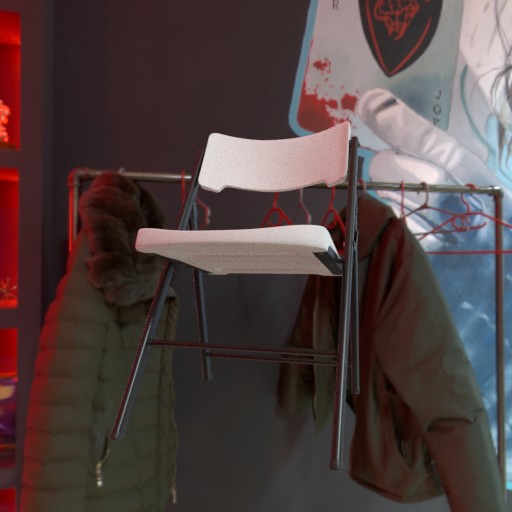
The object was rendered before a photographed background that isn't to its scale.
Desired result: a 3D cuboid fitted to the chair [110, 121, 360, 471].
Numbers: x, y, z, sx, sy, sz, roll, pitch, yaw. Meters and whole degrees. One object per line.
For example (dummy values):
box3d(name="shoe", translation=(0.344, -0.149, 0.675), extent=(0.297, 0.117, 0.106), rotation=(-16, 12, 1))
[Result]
box3d(name="chair", translation=(0.000, 0.000, 1.103), extent=(0.482, 0.765, 0.577), rotation=(0, 0, 17))
